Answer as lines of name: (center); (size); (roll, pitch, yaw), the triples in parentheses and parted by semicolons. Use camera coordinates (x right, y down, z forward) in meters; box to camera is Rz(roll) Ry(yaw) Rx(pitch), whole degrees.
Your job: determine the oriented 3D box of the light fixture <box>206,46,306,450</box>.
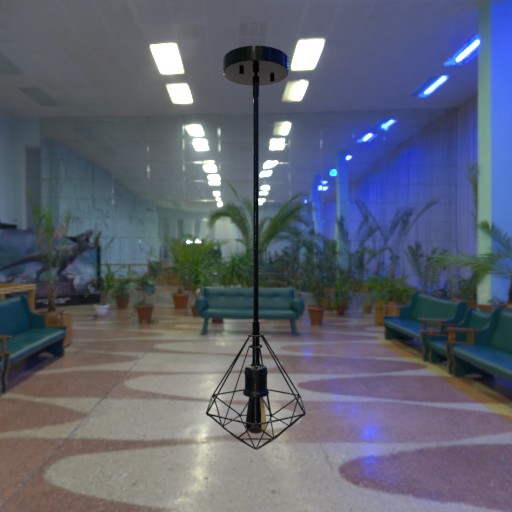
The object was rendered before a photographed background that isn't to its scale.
light fixture: (0.000, 0.000, 2.011); (0.431, 1.764, 0.487); (0, 1, 1)
